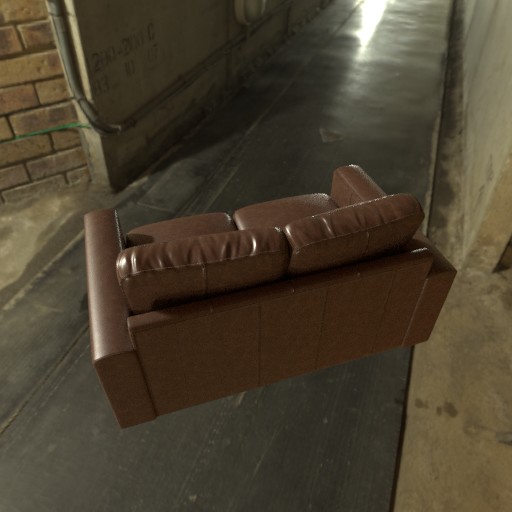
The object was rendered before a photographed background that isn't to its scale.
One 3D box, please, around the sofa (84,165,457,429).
[{"bbox_3d":[0.000,0.000,2.265,1.616,0.873,1.016,-12,44,-13],"label":"sofa"}]
